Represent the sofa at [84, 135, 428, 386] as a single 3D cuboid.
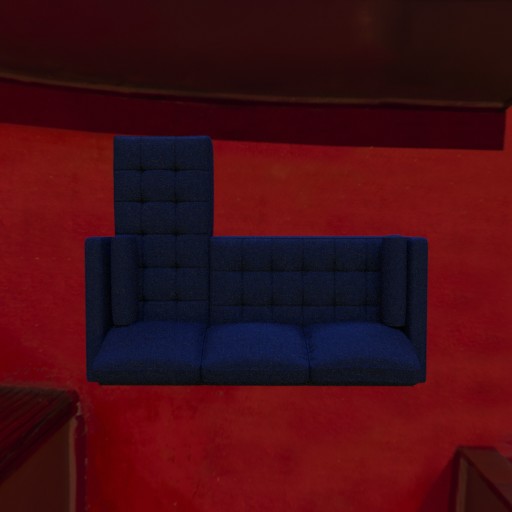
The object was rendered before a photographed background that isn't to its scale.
[{"bbox_3d":[0.000,0.000,2.947,2.185,0.841,1.613,0,92,0],"label":"sofa"}]
